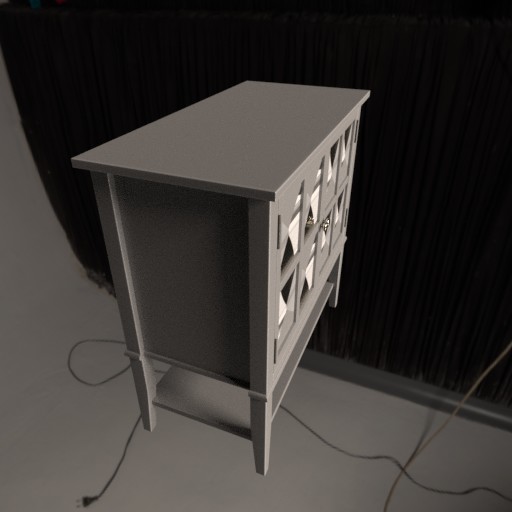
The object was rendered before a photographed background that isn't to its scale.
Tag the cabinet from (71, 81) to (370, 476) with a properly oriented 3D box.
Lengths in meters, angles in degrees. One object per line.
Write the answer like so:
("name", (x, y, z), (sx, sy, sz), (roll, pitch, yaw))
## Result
("cabinet", (0.000, 0.000, 1.257), (0.396, 0.780, 0.801), (12, 34, 19))
